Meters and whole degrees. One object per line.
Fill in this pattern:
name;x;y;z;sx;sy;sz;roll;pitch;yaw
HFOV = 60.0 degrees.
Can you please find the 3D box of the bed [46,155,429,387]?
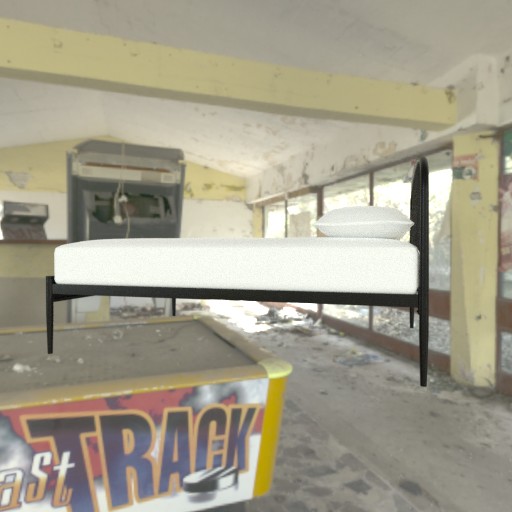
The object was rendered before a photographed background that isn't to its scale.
bed;0.000;0.000;3.105;2.159;1.166;1.618;0;1;17
